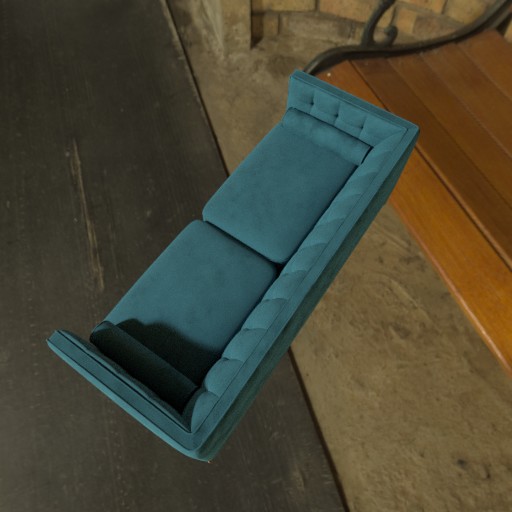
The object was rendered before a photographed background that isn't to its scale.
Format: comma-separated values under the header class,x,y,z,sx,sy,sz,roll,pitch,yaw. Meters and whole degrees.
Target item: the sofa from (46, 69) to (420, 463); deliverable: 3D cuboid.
class,x,y,z,sx,sy,sz,roll,pitch,yaw
sofa,0.000,0.000,2.544,0.867,0.789,2.087,32,68,15
